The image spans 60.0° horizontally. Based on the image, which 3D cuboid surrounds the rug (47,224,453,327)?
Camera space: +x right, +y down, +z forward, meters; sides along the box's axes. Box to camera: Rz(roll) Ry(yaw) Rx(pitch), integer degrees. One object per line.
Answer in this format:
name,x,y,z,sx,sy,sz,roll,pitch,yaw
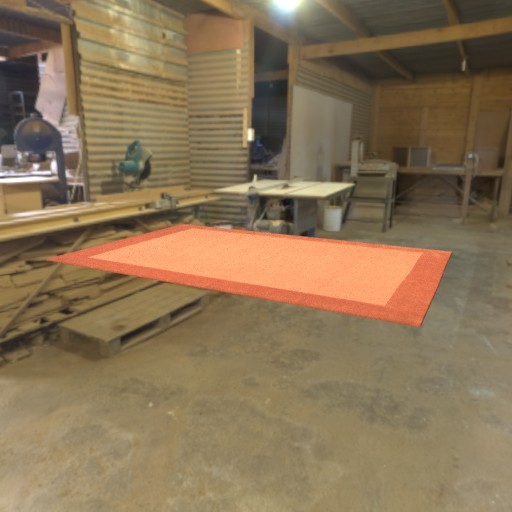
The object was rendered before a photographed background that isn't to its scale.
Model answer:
rug,0.000,0.000,3.134,2.438,0.014,1.524,7,16,27
